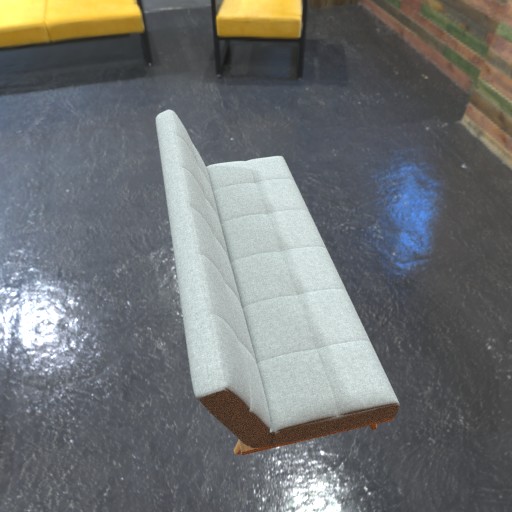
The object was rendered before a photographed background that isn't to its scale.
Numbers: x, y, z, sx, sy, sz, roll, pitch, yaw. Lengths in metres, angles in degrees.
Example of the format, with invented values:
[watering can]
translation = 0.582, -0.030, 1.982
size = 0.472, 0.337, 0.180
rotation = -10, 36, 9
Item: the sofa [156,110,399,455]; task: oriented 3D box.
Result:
[sofa]
translation = 0.000, 0.000, 2.297
size = 0.800, 0.800, 1.820
rotation = -9, 47, -9
